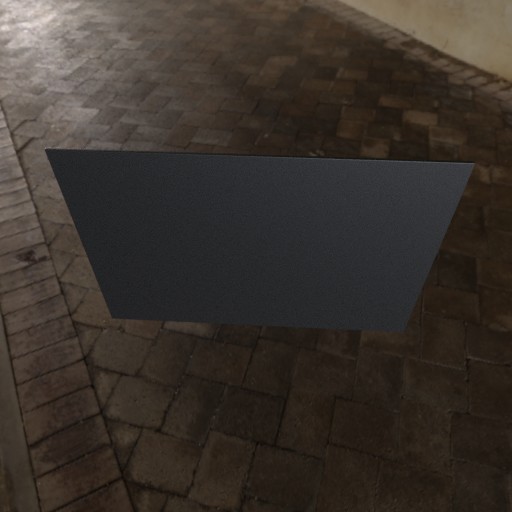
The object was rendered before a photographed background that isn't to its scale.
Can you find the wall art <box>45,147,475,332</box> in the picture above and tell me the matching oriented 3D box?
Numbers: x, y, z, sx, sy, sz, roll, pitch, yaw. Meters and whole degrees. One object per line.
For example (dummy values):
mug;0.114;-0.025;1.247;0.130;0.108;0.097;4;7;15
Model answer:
wall art;0.000;0.000;1.521;1.192;0.811;0.013;2;46;2
